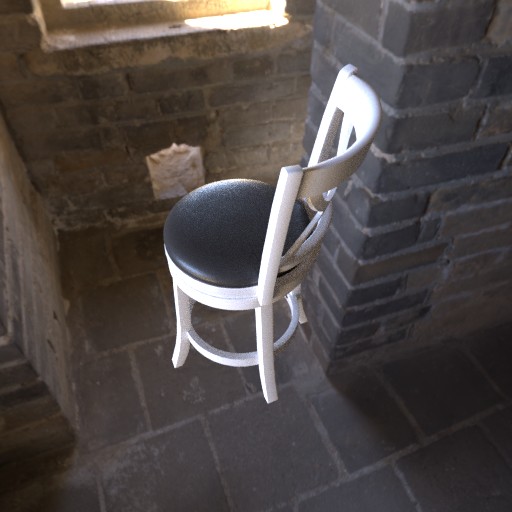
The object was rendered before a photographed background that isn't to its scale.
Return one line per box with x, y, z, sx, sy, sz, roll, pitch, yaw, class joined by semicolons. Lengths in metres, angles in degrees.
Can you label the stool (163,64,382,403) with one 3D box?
0.000;0.000;1.250;0.508;0.953;0.444;16;49;14;stool
